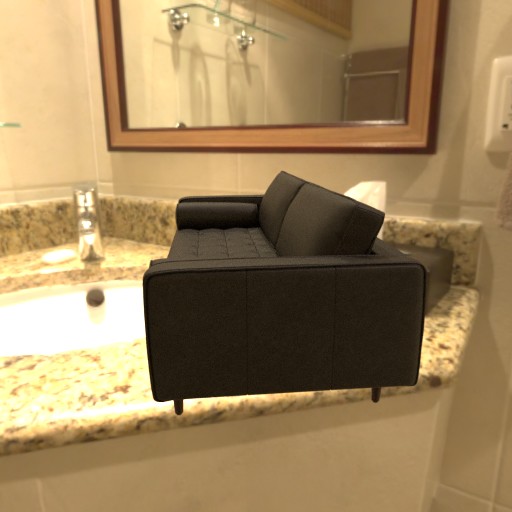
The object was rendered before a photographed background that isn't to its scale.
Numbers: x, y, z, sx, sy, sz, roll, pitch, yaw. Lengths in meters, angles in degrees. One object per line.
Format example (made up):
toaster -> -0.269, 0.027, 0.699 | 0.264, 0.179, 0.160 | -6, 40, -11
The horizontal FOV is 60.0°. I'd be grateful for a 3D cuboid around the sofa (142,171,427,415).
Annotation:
sofa -> 0.000, 0.000, 2.286 | 0.921, 0.770, 1.879 | -2, 15, -6
